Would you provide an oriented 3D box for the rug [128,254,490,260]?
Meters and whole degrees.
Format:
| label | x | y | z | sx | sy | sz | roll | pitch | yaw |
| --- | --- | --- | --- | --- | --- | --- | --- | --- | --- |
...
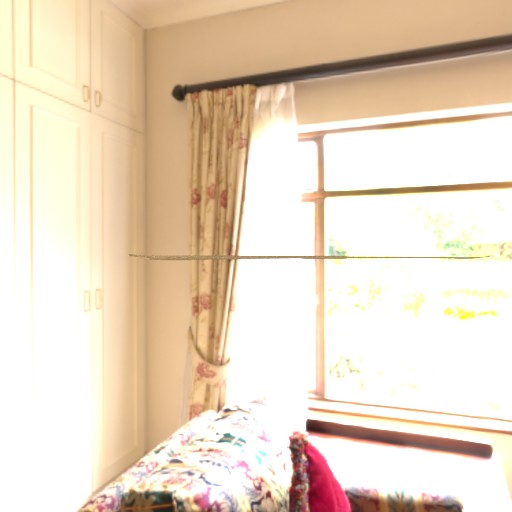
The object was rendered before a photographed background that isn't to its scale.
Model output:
| label | x | y | z | sx | sy | sz | roll | pitch | yaw |
| --- | --- | --- | --- | --- | --- | --- | --- | --- | --- |
| rug | 0.000 | 0.000 | 2.288 | 1.209 | 0.019 | 1.828 | 0 | 0 | -18 |
